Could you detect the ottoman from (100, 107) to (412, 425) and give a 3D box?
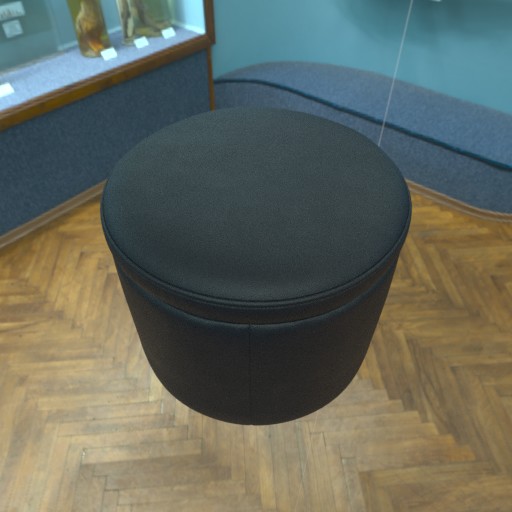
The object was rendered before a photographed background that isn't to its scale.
[{"bbox_3d":[0.000,0.000,0.848,0.501,0.409,0.501,0,46,0],"label":"ottoman"}]
